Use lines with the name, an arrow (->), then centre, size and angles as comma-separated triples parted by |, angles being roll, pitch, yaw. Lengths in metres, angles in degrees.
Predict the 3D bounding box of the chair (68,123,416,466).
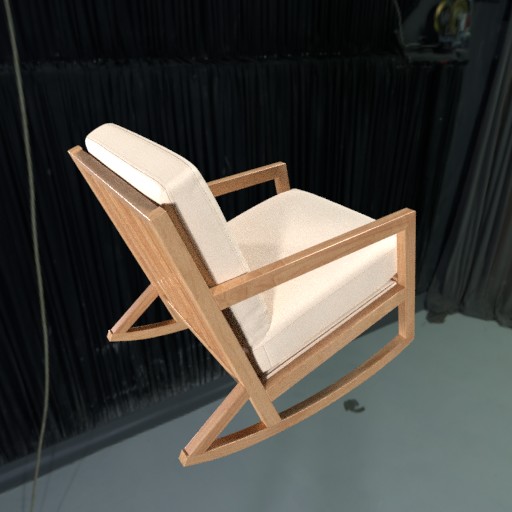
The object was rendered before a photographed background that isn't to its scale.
chair -> 0.000, 0.000, 1.368 | 0.857, 0.790, 0.622 | -17, 31, -30
